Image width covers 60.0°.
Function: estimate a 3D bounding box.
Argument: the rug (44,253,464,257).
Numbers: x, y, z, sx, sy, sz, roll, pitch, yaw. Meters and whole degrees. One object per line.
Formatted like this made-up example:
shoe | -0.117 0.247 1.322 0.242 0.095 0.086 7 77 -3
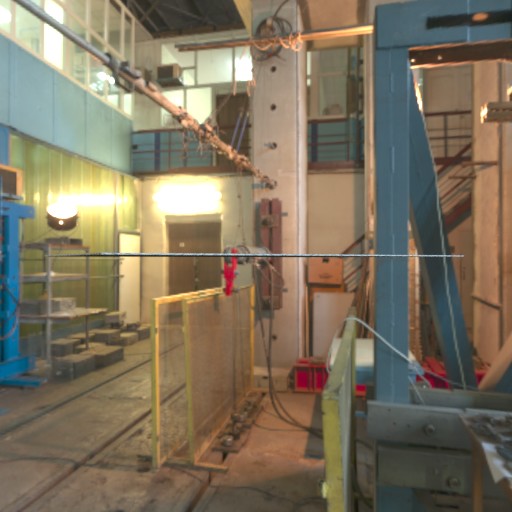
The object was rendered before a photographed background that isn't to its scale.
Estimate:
rug | 0.000 0.000 3.039 2.441 0.008 1.526 0 0 -33
